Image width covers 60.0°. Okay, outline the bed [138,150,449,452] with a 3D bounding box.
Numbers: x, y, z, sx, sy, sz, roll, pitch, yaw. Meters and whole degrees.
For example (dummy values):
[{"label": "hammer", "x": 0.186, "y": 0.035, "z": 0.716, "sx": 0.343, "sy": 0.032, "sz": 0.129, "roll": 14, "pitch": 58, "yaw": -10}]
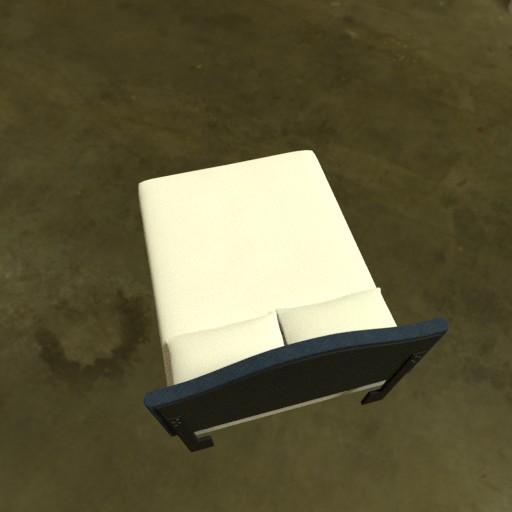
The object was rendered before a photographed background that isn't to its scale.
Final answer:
[{"label": "bed", "x": 0.000, "y": 0.000, "z": 3.288, "sx": 1.713, "sy": 1.518, "sz": 2.153, "roll": -12, "pitch": 59, "yaw": -8}]
